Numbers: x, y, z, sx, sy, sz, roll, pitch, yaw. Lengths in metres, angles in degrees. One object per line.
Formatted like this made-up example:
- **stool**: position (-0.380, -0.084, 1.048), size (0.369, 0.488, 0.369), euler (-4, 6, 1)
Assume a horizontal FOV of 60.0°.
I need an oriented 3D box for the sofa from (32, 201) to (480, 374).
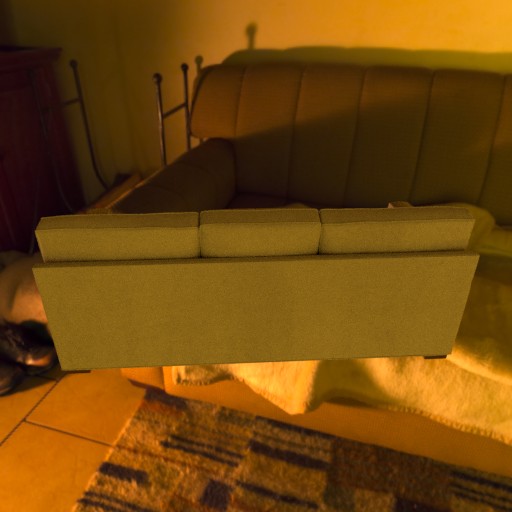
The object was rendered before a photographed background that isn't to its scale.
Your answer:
- **sofa**: position (0.000, 0.000, 2.563), size (2.093, 0.862, 0.936), euler (-2, 30, -3)
